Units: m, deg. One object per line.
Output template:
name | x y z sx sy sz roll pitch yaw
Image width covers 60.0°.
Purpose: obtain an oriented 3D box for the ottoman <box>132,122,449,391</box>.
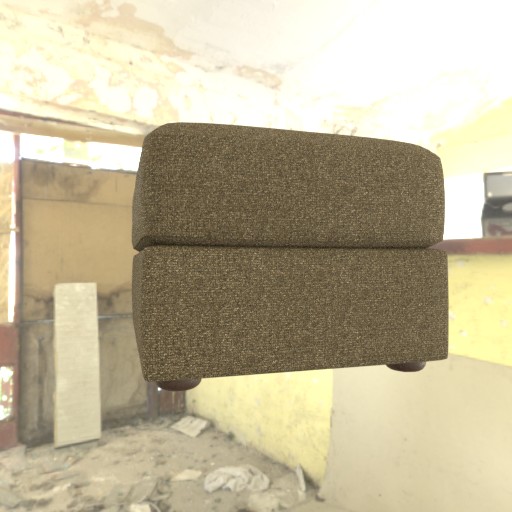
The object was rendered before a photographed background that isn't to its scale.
ottoman | 0.000 0.000 1.119 0.598 0.476 0.742 0 -1 -17
